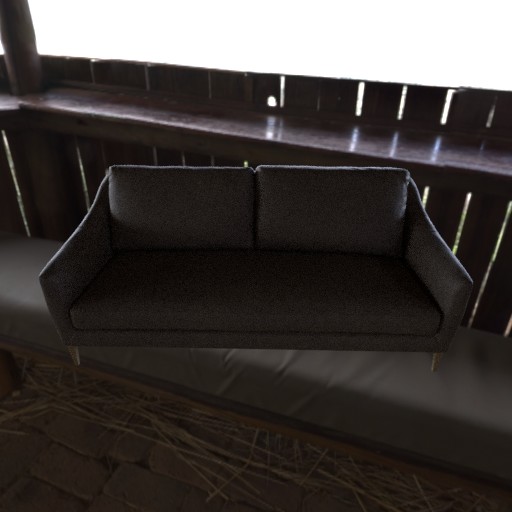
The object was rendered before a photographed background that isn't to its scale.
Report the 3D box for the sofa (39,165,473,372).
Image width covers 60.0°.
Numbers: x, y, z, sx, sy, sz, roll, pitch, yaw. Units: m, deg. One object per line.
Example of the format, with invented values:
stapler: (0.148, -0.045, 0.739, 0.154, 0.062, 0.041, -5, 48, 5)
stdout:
sofa: (0.000, 0.000, 2.520, 2.036, 0.902, 0.960, 1, 30, 1)
